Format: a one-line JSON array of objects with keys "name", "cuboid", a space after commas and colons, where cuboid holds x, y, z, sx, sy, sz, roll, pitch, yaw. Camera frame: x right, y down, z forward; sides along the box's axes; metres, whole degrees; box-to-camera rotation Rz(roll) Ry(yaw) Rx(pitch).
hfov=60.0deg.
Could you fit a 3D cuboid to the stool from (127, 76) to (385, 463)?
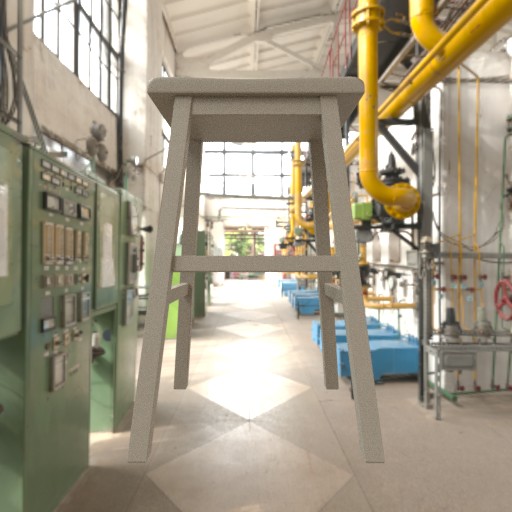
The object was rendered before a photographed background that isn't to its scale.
[{"name": "stool", "cuboid": [0.000, 0.000, 1.025, 0.457, 0.737, 0.476, 0, 0, 0]}]
